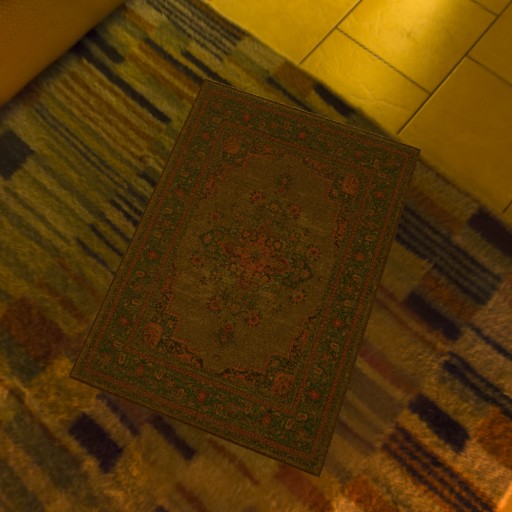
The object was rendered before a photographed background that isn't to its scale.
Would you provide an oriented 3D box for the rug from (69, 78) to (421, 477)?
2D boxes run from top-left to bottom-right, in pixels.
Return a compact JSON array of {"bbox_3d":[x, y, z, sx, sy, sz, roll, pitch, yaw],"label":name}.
[{"bbox_3d":[0.000,0.000,2.867,1.609,0.013,2.214,20,77,5],"label":"rug"}]
